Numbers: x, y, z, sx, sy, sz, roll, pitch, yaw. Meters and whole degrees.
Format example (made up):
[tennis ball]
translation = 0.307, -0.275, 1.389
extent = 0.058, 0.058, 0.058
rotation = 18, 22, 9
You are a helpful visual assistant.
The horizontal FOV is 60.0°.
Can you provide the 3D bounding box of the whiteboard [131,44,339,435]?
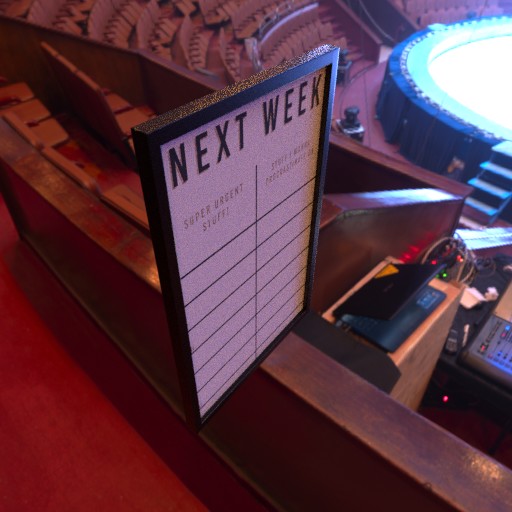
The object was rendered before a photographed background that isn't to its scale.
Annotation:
[whiteboard]
translation = 0.000, 0.000, 0.782
extent = 0.026, 0.611, 0.406
rotation = 26, 46, 28
